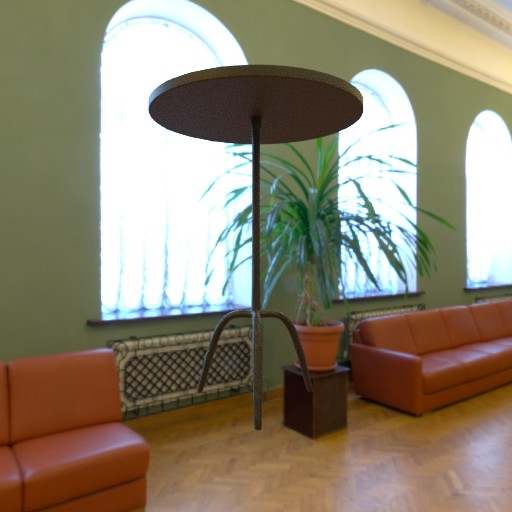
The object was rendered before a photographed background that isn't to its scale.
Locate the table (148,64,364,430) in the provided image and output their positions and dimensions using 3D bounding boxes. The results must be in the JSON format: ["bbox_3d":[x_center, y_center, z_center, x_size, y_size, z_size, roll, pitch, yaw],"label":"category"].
[{"bbox_3d":[0.000,0.000,1.060,0.502,0.700,0.502,0,0,-37],"label":"table"}]
